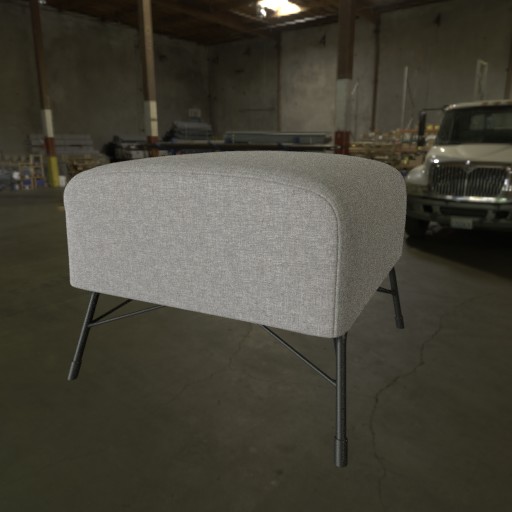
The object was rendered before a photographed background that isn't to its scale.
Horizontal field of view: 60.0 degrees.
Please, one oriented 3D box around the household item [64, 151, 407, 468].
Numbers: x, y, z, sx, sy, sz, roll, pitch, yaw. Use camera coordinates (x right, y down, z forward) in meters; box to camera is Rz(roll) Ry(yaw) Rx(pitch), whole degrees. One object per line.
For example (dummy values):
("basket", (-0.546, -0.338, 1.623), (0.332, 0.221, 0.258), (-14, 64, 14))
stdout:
("household item", (0.000, 0.000, 0.889), (0.530, 0.410, 0.530), (7, 16, 25))
